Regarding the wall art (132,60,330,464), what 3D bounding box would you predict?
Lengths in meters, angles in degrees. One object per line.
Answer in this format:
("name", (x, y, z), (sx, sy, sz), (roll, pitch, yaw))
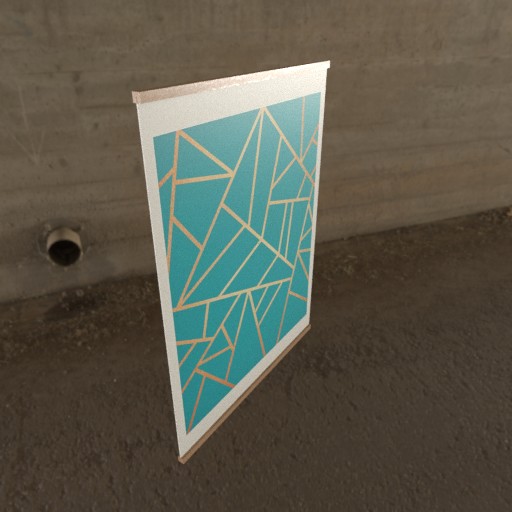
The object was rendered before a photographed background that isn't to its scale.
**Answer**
("wall art", (0.000, 0.000, 0.789), (0.012, 0.608, 0.459), (18, 33, 30))
